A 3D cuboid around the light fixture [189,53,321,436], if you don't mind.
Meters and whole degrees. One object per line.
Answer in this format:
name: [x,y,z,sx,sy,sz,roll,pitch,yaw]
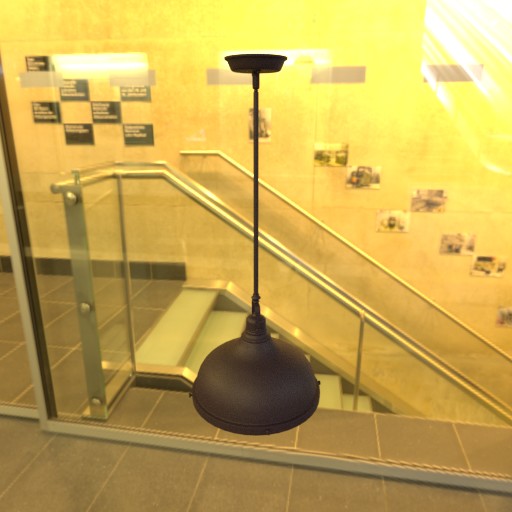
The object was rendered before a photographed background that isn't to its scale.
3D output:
light fixture: [0.000,0.000,1.032,0.341,0.849,0.341,-3,18,-9]
